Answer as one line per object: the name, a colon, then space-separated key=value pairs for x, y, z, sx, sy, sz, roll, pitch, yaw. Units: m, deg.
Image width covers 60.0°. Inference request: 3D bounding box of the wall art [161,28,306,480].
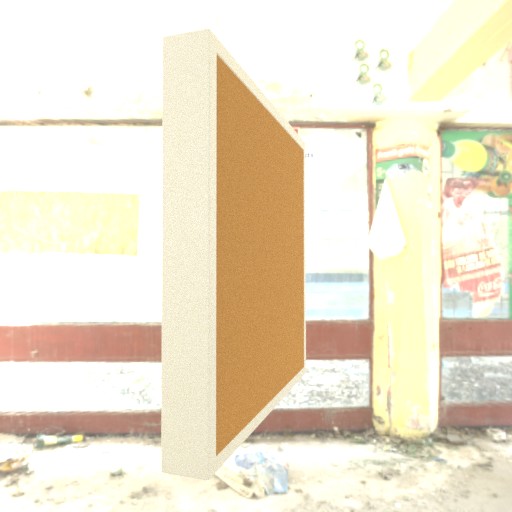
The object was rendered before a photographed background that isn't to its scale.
wall art: x=0.000 y=0.000 z=0.449 sx=0.037 sy=0.305 sz=0.305 roll=0 pitch=-1 yaw=19
